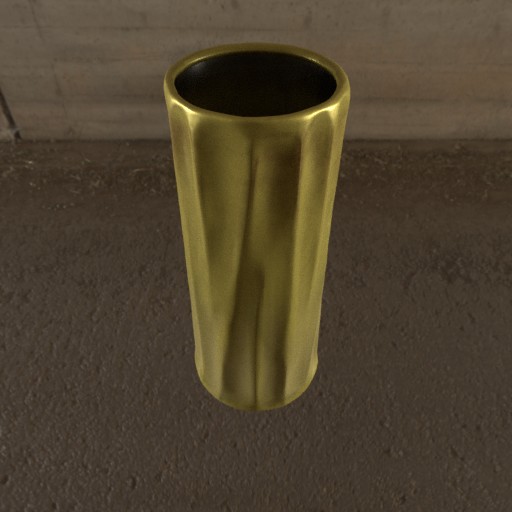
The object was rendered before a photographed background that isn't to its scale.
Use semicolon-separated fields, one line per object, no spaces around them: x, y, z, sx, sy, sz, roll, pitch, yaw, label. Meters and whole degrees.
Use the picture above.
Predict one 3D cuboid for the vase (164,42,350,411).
0.000;0.000;0.174;0.061;0.143;0.061;0;45;0;vase
